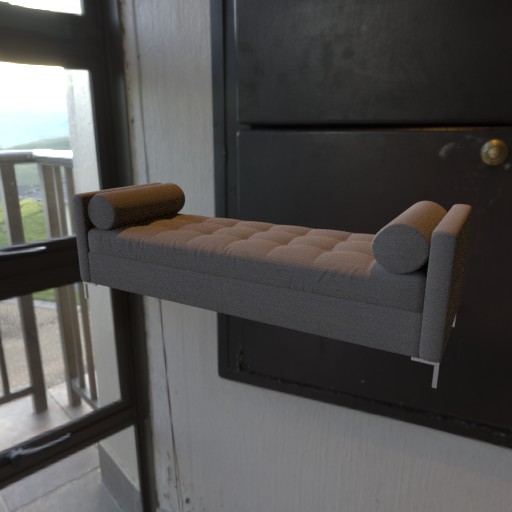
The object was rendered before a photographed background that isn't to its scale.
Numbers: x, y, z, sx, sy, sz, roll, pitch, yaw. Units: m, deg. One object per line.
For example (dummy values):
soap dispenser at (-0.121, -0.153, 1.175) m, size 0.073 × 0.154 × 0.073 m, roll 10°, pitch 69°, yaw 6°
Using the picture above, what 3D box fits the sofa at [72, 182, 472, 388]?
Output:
sofa at (0.000, 0.000, 2.367) m, size 1.981 × 0.635 × 0.686 m, roll 9°, pitch 18°, yaw 28°
